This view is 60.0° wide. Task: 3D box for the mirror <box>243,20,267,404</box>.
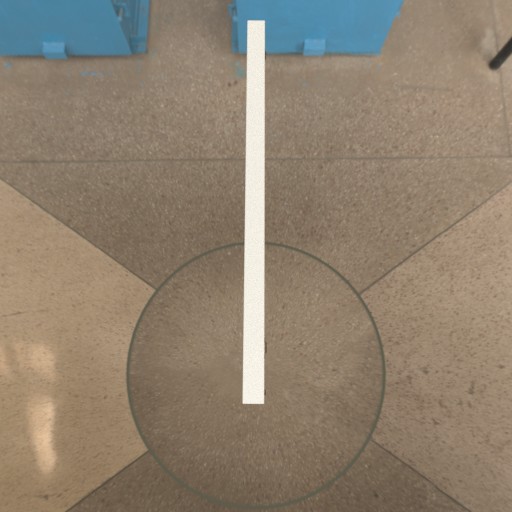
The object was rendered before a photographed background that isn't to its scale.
[{"bbox_3d":[0.000,0.000,1.327,0.041,1.016,0.762,0,76,0],"label":"mirror"}]
